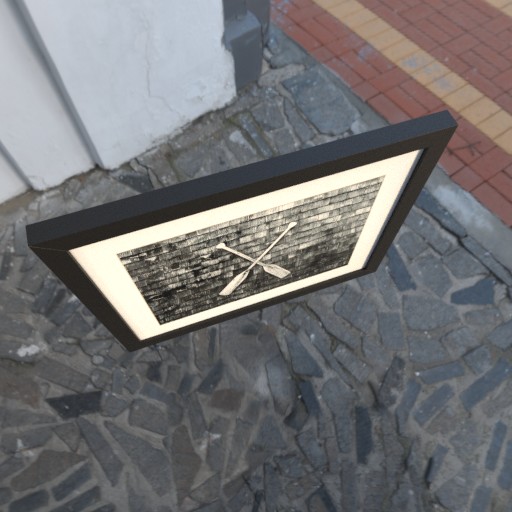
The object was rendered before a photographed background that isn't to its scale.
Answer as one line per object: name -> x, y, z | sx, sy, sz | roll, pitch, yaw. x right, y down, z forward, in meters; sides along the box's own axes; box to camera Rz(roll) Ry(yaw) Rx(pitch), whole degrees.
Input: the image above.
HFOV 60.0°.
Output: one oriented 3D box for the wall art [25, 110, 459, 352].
wall art -> 0.000, 0.000, 0.754 | 0.558, 0.457, 0.029 | -17, 64, -9
